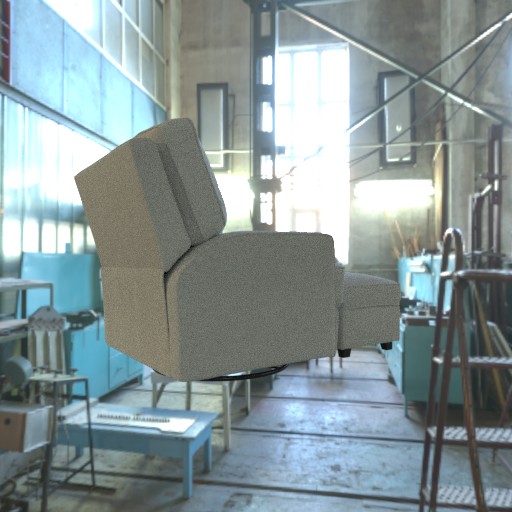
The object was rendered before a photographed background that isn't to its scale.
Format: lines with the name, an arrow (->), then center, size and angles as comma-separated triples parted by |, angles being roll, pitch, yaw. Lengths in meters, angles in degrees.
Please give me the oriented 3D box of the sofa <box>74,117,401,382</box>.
sofa -> 0.000, 0.000, 2.091 | 1.472, 0.959, 0.861 | 0, -1, -35
